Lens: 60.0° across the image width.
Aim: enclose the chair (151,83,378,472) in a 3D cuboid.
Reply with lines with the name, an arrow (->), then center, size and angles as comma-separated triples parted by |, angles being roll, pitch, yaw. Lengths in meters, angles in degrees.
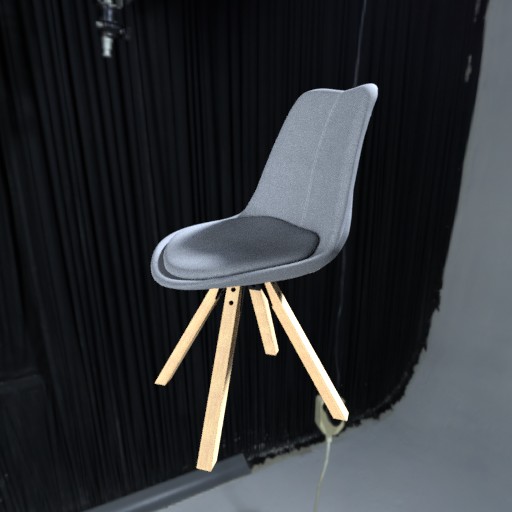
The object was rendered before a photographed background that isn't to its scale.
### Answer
chair -> 0.000, 0.000, 1.186 | 0.549, 0.863, 0.474 | -8, 19, -25
